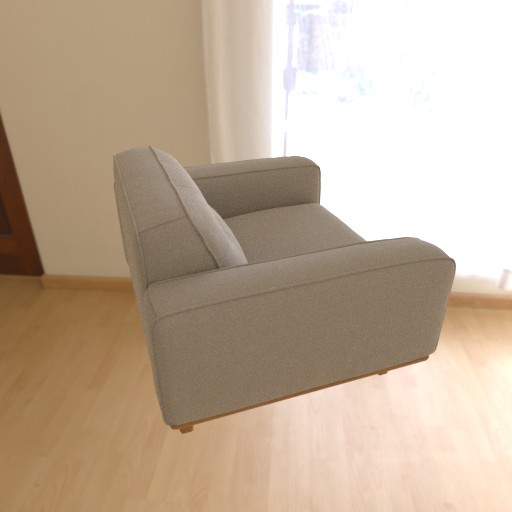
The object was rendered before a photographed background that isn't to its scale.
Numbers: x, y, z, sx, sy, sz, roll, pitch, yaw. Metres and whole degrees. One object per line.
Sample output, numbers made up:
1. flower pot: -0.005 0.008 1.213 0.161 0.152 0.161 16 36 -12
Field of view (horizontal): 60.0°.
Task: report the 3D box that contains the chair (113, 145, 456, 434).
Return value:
1. chair: 0.000 0.000 1.738 0.953 0.779 1.115 -10 32 -17
